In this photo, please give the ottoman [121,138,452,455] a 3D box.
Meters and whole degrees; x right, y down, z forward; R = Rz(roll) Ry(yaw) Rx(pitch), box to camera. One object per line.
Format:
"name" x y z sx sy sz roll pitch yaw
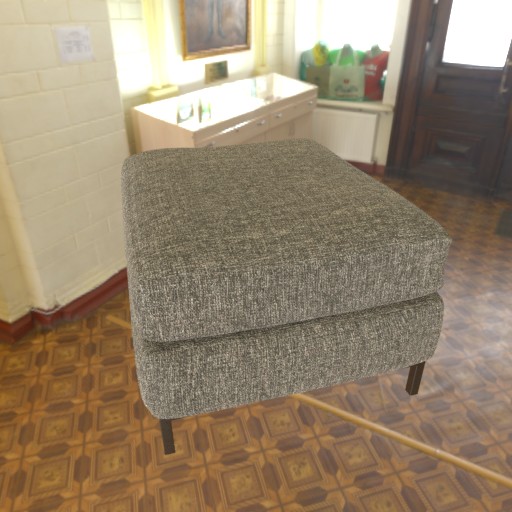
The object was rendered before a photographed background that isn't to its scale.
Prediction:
"ottoman" 0.000 0.000 1.210 0.683 0.480 0.828 -8 30 -14
